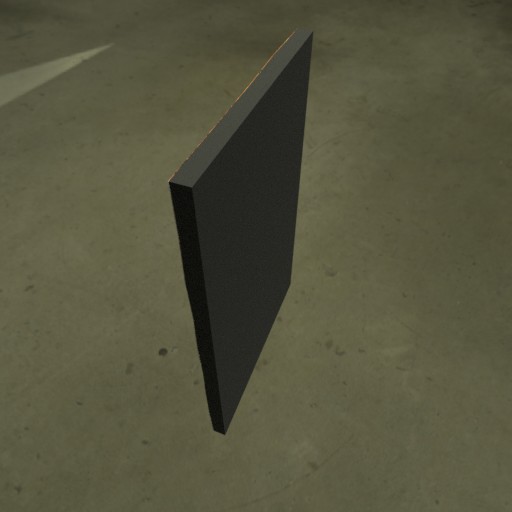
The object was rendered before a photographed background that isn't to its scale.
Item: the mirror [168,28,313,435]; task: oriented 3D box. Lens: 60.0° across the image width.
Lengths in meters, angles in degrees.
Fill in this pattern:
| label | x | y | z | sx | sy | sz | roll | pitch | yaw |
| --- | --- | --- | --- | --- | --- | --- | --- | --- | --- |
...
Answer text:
| label | x | y | z | sx | sy | sz | roll | pitch | yaw |
| --- | --- | --- | --- | --- | --- | --- | --- | --- | --- |
| mirror | 0.000 | 0.000 | 1.154 | 0.044 | 0.912 | 0.606 | 16 | 49 | 14 |
